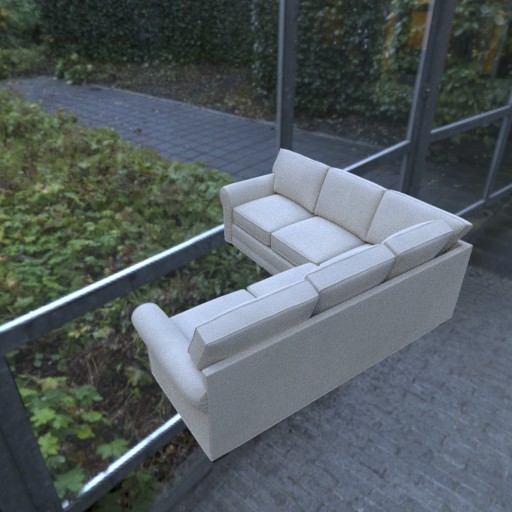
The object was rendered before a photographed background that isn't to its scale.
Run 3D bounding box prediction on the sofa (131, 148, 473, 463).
[{"bbox_3d":[0.000,0.000,3.958,2.569,1.054,2.487,-20,37,-29],"label":"sofa"}]
